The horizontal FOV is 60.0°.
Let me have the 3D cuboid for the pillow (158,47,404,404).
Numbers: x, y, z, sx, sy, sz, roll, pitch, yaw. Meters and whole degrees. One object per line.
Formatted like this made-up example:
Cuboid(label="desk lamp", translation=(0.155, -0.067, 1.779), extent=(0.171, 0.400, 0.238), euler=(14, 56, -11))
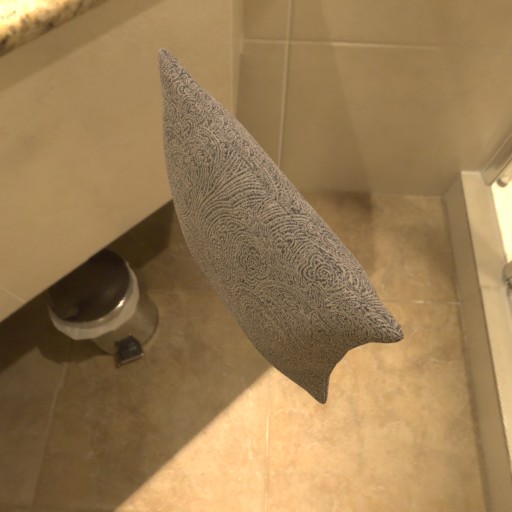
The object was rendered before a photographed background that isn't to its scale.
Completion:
Cuboid(label="pillow", translation=(0.000, 0.000, 0.775), extent=(0.166, 0.510, 0.523), euler=(-32, 69, -14))
